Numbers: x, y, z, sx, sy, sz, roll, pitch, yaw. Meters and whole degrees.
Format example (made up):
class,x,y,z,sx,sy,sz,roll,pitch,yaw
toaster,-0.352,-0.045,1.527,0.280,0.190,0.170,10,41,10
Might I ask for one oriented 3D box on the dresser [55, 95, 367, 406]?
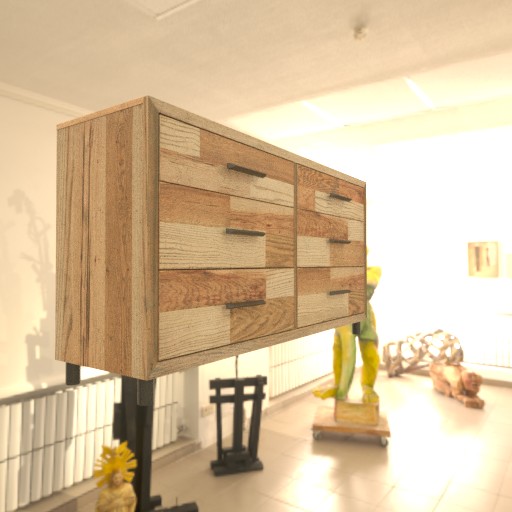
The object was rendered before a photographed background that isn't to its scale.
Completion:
class,x,y,z,sx,sy,sz,roll,pitch,yaw
dresser,0.000,0.000,1.917,0.487,0.834,1.547,-1,-1,35
